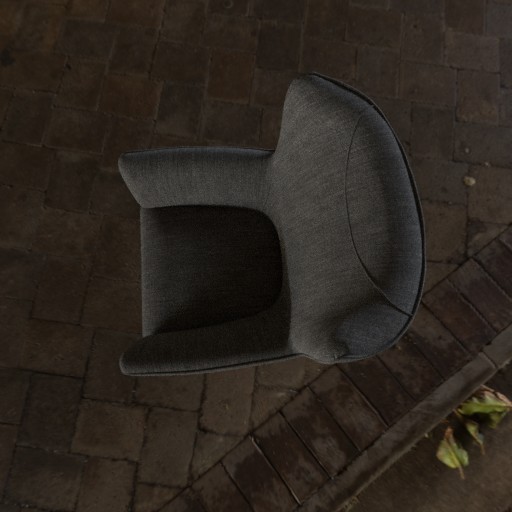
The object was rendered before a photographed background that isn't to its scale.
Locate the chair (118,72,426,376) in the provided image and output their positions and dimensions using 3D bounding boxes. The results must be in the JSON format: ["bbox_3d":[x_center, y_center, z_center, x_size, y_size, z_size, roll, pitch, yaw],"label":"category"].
[{"bbox_3d":[0.000,0.000,1.553,0.888,0.933,0.781,-5,75,-1],"label":"chair"}]
